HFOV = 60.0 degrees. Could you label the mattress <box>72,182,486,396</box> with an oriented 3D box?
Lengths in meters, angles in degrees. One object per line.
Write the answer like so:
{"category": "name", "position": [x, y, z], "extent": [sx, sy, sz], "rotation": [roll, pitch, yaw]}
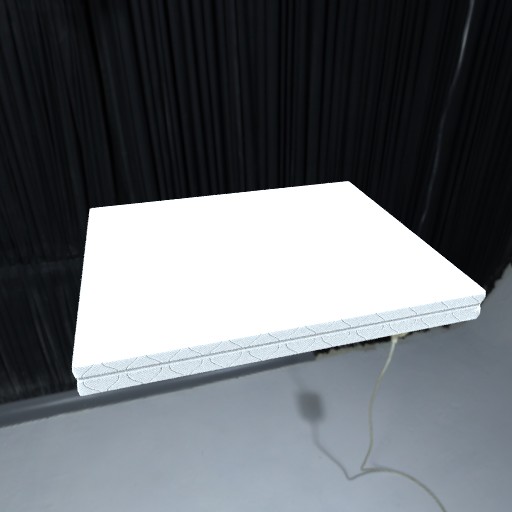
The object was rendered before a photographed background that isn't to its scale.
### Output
{"category": "mattress", "position": [0.000, 0.000, 2.732], "extent": [2.000, 0.200, 1.600], "rotation": [-8, 31, -13]}
